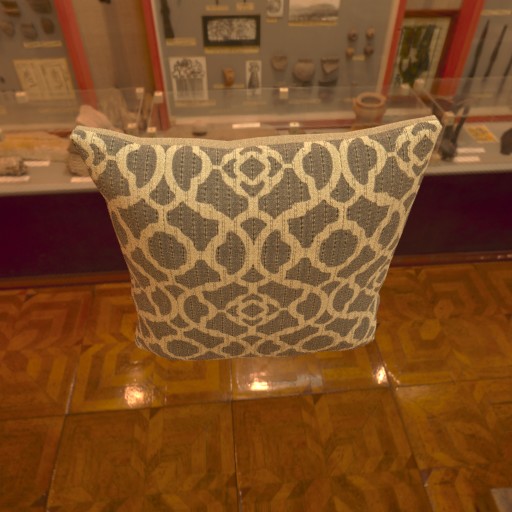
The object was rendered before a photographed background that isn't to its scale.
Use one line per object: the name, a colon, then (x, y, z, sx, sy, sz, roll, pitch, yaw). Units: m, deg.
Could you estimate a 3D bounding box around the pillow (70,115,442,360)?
pillow: (0.000, 0.000, 0.770, 0.508, 0.498, 0.215, -2, 44, -2)
